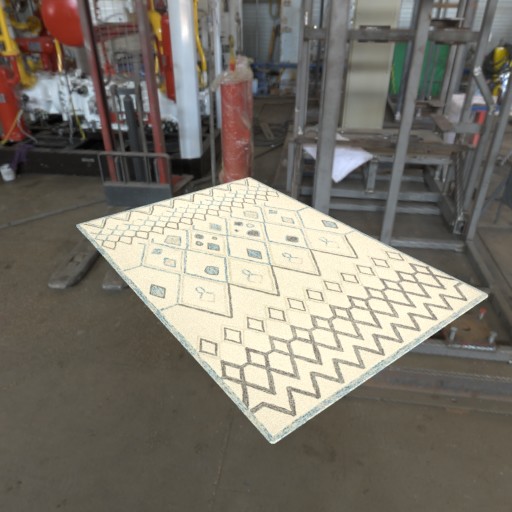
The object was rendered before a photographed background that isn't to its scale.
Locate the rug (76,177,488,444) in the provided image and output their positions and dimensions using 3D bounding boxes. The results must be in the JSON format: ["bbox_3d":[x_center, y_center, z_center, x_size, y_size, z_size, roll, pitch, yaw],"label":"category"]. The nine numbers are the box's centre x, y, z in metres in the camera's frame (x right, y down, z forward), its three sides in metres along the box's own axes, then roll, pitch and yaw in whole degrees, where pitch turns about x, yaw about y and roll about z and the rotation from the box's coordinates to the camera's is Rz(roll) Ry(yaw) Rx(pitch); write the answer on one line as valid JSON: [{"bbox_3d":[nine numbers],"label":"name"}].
[{"bbox_3d":[0.000,0.000,2.294,1.260,0.009,1.820,-22,37,-31],"label":"rug"}]
